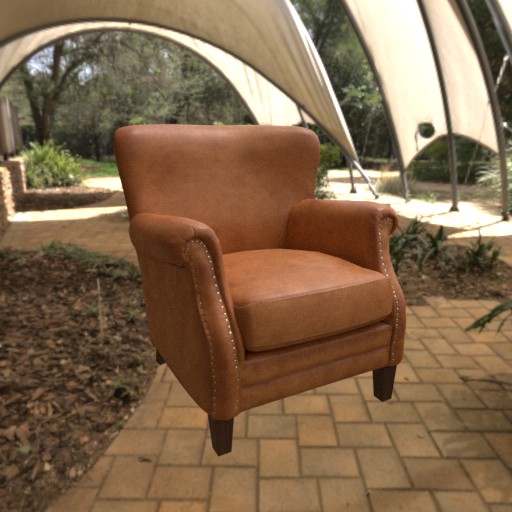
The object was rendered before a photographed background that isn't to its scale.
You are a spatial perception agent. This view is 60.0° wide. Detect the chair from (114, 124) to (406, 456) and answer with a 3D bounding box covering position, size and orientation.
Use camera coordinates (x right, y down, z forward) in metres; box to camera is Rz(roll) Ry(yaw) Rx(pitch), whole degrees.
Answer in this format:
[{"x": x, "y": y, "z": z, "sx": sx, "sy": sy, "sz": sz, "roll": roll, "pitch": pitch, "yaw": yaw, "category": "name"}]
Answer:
[{"x": 0.000, "y": 0.000, "z": 1.630, "sx": 0.861, "sy": 0.936, "sz": 0.921, "roll": -8, "pitch": 17, "yaw": -27, "category": "chair"}]
